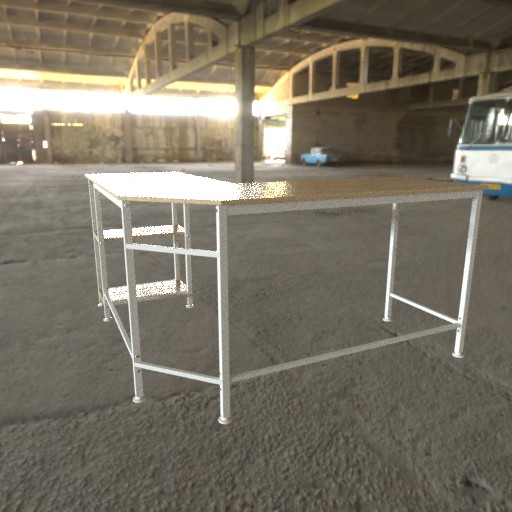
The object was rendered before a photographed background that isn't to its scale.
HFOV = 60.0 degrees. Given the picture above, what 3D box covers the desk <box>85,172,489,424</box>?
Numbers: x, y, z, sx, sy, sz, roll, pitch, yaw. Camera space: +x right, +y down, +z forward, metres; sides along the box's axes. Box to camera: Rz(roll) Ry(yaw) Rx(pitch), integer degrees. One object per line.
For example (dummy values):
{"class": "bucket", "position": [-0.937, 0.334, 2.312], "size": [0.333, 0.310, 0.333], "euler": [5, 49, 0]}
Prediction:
{"class": "desk", "position": [0.000, 0.000, 2.154], "size": [1.379, 0.739, 1.379], "euler": [-7, 16, -25]}
